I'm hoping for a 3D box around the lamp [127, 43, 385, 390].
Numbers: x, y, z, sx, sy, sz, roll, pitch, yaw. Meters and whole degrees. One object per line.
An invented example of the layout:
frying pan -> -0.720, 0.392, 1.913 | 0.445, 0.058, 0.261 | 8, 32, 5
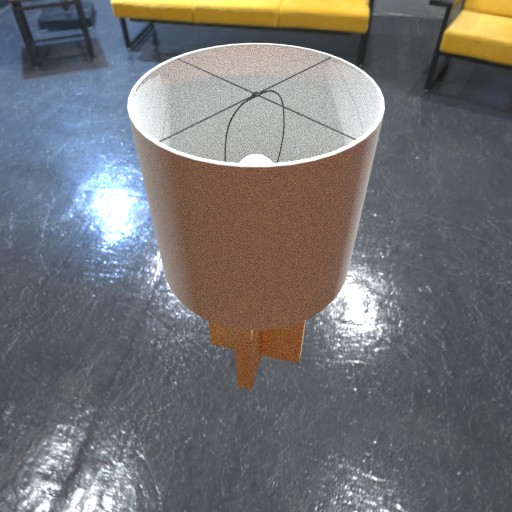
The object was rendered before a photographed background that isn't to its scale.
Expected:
lamp -> 0.000, 0.000, 0.554 | 0.229, 0.428, 0.229 | 10, 47, 10
